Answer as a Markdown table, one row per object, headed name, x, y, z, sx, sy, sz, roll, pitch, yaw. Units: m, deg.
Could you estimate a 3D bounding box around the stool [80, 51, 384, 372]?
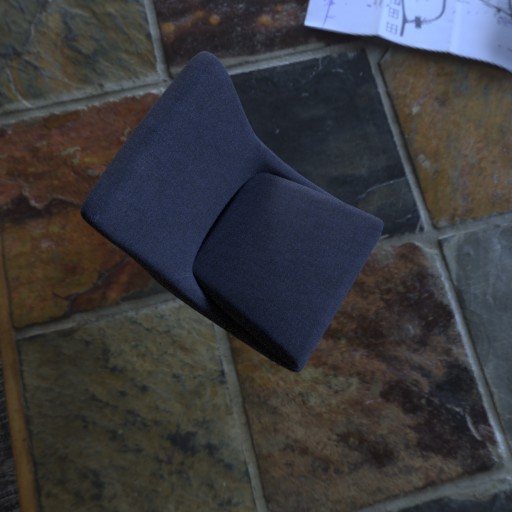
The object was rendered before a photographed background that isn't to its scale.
| name | x | y | z | sx | sy | sz | roll | pitch | yaw |
| --- | --- | --- | --- | --- | --- | --- | --- | --- | --- |
| stool | 0.000 | 0.000 | 1.368 | 0.572 | 1.068 | 0.489 | 31 | 79 | 7 |
